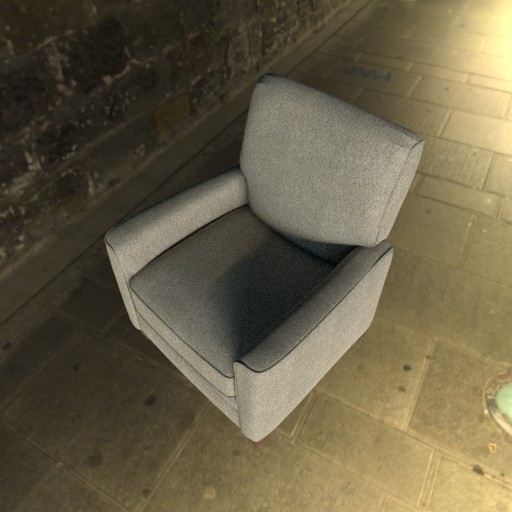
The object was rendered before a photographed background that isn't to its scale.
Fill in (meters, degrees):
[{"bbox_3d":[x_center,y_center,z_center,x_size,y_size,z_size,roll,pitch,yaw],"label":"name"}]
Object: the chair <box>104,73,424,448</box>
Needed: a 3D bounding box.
[{"bbox_3d":[0.000,0.000,1.693,0.841,1.028,0.858,35,56,29],"label":"chair"}]
